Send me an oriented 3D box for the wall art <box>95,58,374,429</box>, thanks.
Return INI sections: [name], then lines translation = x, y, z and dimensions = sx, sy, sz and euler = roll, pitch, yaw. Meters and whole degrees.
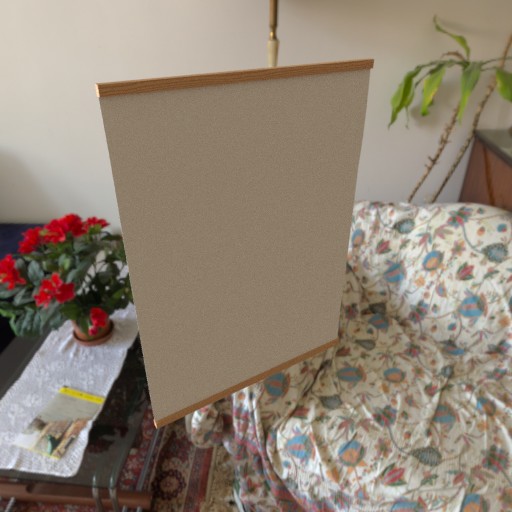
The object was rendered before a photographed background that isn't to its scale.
[wall art]
translation = 0.000, 0.000, 1.298
dimensions = 0.739, 1.016, 0.020
euler = -18, 35, -27
